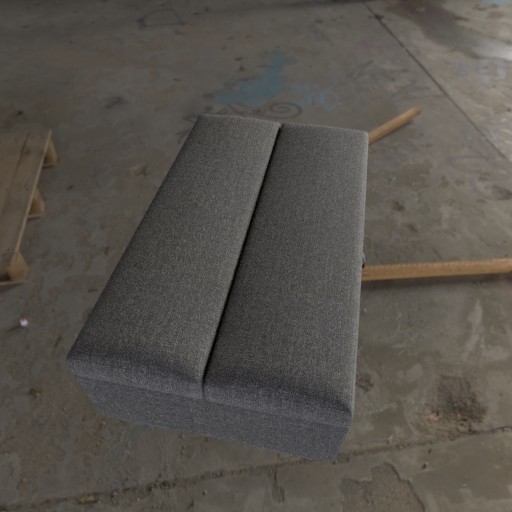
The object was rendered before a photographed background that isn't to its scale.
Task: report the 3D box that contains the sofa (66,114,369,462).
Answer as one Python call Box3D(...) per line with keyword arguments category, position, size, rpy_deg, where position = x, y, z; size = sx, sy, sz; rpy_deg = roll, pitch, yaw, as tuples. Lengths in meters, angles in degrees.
Box3D(category="sofa", position=(0.000, 0.000, 1.594), size=(0.782, 0.417, 1.198), rpy_deg=(8, 48, 8))
